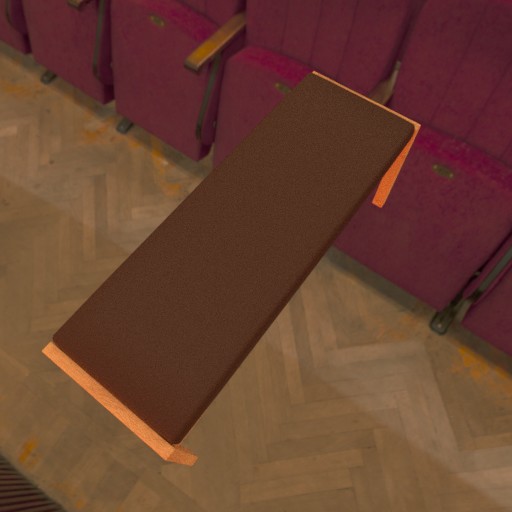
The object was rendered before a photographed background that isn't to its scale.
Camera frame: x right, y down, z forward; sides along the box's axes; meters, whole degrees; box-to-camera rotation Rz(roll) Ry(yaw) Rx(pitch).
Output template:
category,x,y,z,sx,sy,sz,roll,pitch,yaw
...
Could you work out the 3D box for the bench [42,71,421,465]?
category,x,y,z,sx,sy,sz,roll,pitch,yaw
bench,0.000,0.000,1.419,0.405,0.480,1.200,34,68,16
